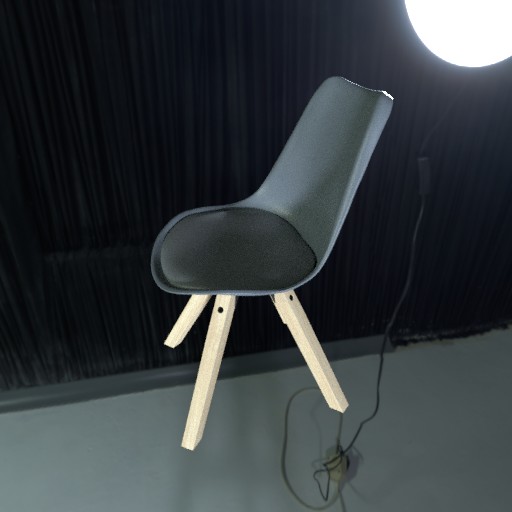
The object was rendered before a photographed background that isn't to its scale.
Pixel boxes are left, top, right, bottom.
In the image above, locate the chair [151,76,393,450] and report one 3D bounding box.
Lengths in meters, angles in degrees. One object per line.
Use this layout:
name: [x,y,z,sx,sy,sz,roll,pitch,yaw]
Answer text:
chair: [0.000,0.000,1.188,0.550,0.850,0.485,-8,31,-14]
